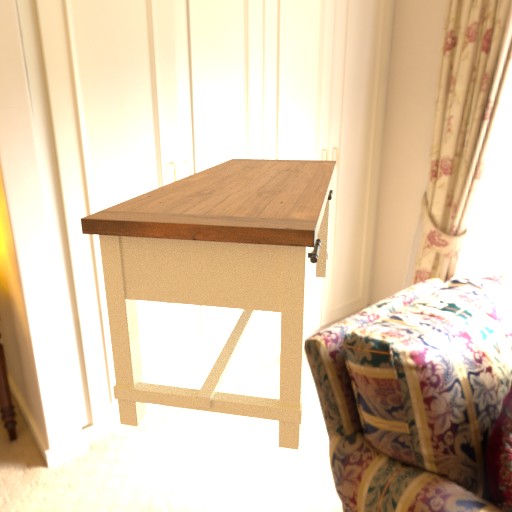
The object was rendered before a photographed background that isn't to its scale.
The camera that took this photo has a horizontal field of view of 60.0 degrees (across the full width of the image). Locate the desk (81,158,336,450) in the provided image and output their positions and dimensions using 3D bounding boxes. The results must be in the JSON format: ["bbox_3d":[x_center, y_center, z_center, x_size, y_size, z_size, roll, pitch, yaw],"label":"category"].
[{"bbox_3d":[0.000,0.000,2.202,0.688,0.762,1.803,4,18,11],"label":"desk"}]
